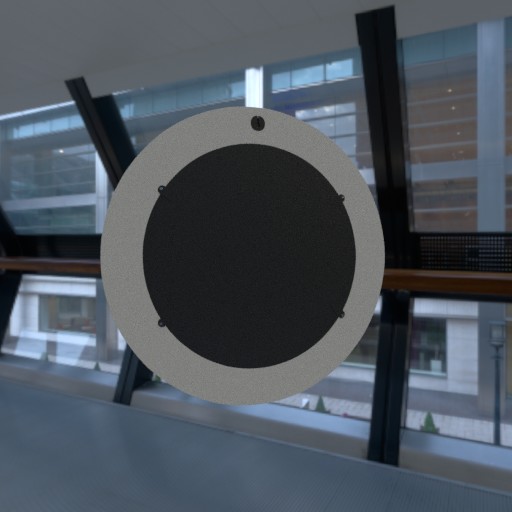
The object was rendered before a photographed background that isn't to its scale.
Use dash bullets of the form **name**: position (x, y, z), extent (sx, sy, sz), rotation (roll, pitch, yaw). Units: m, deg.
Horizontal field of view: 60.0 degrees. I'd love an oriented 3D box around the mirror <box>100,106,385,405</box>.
- **mirror**: position (0.000, 0.000, 1.381), extent (0.914, 0.914, 0.038), rotation (0, 0, -19)
